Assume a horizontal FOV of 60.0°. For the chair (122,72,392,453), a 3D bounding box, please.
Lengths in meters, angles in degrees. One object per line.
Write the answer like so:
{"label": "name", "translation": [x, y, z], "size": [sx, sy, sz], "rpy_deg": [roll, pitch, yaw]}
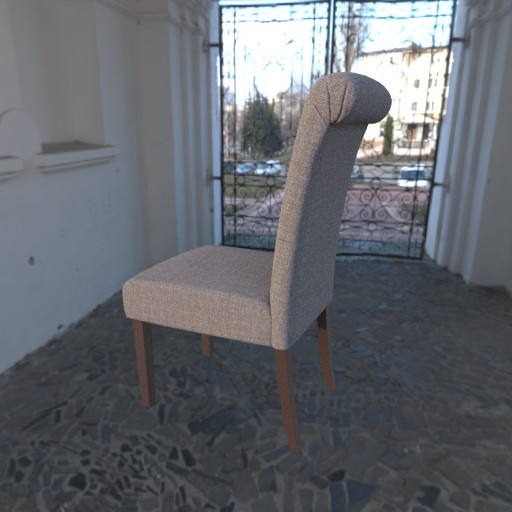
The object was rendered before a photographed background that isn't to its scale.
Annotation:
{"label": "chair", "translation": [0.000, 0.000, 1.354], "size": [0.671, 1.006, 0.456], "rpy_deg": [8, 19, 25]}
